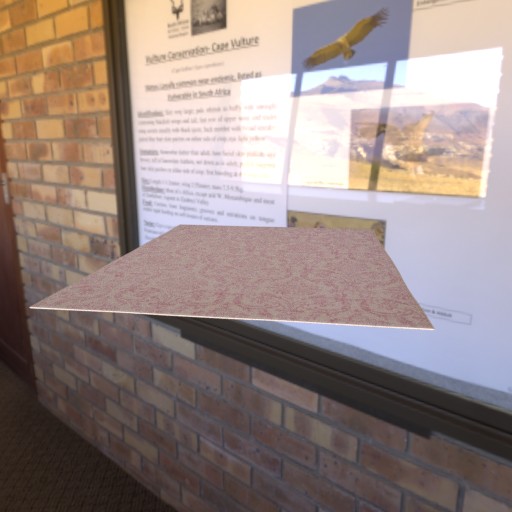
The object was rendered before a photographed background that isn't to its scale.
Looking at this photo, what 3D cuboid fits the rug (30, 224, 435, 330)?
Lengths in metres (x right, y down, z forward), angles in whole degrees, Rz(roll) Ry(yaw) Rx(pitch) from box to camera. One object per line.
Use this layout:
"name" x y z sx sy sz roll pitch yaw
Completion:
"rug" 0.000 0.000 3.967 2.363 0.012 2.980 2 14 8
